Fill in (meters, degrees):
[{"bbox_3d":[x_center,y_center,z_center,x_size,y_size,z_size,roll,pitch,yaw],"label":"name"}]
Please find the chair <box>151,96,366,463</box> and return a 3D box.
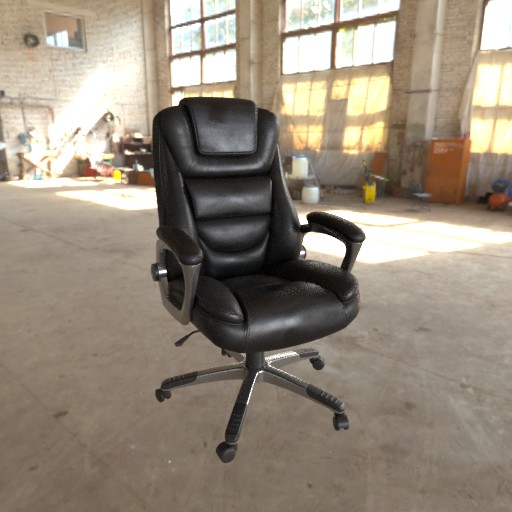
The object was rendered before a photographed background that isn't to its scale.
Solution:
[{"bbox_3d":[0.000,0.000,1.532,0.697,1.075,0.689,-8,17,-26],"label":"chair"}]
